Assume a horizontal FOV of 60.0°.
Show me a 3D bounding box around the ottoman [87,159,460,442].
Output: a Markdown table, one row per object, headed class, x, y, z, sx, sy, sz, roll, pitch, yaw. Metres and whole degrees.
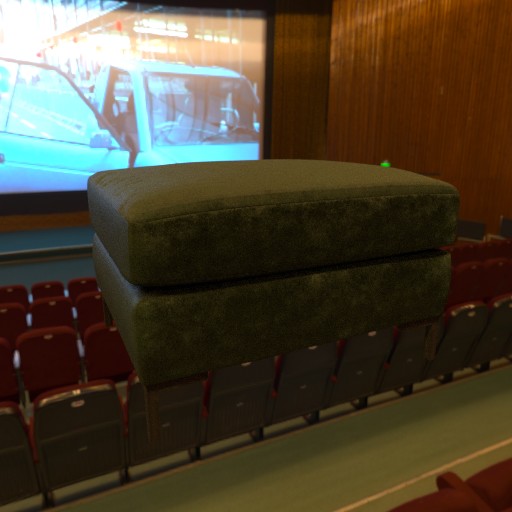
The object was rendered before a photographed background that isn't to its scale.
| class | x | y | z | sx | sy | sz | roll | pitch | yaw |
| --- | --- | --- | --- | --- | --- | --- | --- | --- | --- |
| ottoman | 0.000 | 0.000 | 1.290 | 0.839 | 0.538 | 0.701 | -7 | 17 | -25 |
